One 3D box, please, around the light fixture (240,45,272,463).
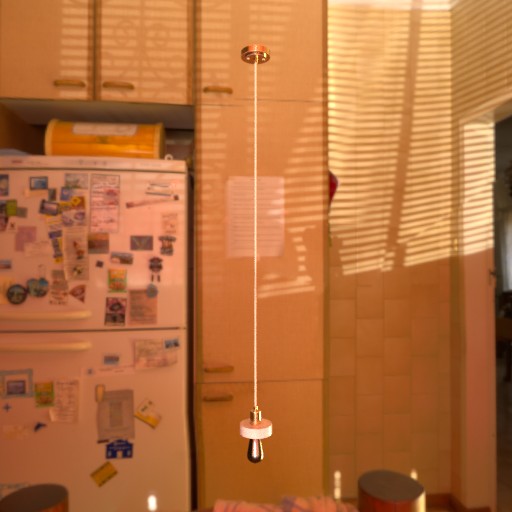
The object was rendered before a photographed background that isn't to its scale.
[{"bbox_3d":[0.000,0.000,1.800,0.129,1.669,0.129,1,-1,-36],"label":"light fixture"}]
